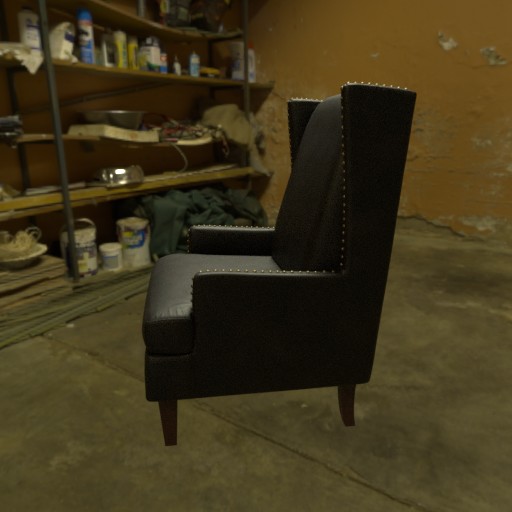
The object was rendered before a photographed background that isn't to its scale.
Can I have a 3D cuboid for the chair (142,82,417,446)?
[{"bbox_3d":[0.000,0.000,1.628,0.799,1.142,0.703,-3,16,-9],"label":"chair"}]
